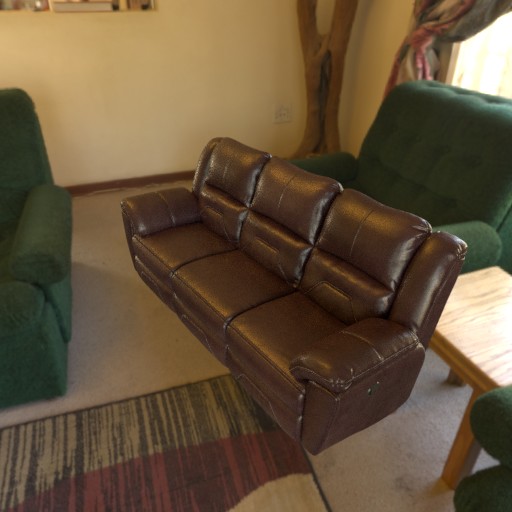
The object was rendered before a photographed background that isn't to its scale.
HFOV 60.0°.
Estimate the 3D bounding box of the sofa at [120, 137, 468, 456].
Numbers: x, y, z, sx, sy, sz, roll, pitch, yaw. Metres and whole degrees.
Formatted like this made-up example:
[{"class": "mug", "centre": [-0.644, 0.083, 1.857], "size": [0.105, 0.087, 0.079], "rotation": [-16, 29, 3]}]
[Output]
[{"class": "sofa", "centre": [0.000, 0.000, 2.898], "size": [0.991, 1.043, 2.337], "rotation": [-22, 38, -31]}]
